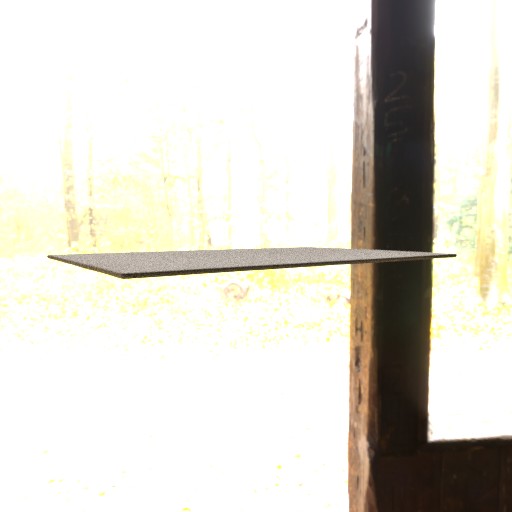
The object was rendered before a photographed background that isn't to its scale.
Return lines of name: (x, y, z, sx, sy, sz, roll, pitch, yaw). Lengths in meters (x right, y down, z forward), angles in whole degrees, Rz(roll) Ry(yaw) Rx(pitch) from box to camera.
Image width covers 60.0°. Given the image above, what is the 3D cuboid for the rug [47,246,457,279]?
rug: (0.000, 0.000, 3.516, 2.743, 0.030, 1.778, -2, 4, -35)
